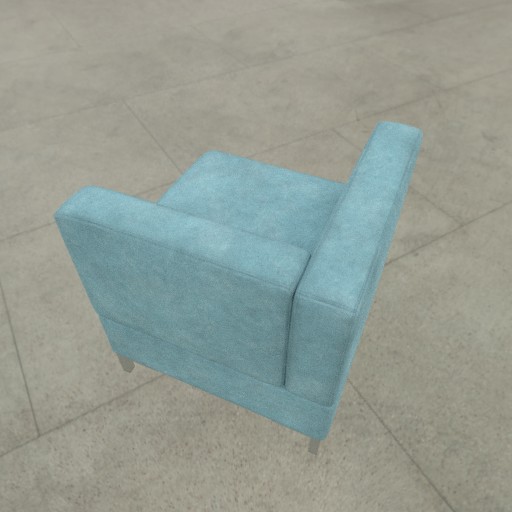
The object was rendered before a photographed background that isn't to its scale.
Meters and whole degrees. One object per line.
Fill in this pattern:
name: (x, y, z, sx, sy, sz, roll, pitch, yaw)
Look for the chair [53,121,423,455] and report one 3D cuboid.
chair: (0.000, 0.000, 1.260, 0.684, 0.660, 0.691, 18, 49, 16)
